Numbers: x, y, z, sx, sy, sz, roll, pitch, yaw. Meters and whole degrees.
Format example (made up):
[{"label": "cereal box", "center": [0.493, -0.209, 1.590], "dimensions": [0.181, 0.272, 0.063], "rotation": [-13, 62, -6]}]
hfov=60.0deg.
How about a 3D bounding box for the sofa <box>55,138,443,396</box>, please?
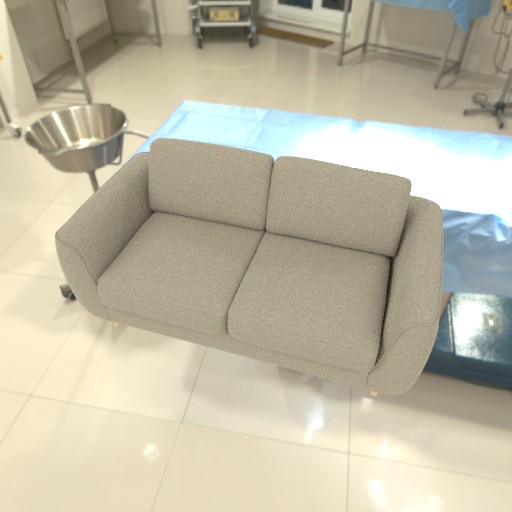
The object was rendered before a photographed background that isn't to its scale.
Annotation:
[{"label": "sofa", "center": [0.000, 0.000, 2.211], "dimensions": [1.700, 0.850, 0.920], "rotation": [12, 43, 13]}]
